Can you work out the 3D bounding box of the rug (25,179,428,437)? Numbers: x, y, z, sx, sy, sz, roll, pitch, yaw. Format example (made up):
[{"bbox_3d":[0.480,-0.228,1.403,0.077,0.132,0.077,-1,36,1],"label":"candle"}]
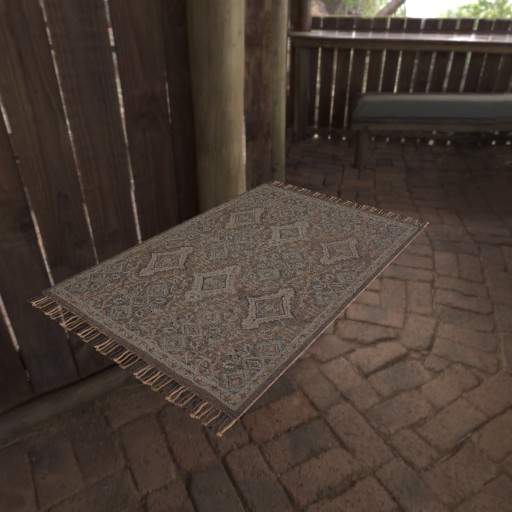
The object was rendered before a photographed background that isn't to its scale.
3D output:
[{"bbox_3d":[0.000,0.000,3.007,1.516,0.010,2.434,21,37,32],"label":"rug"}]
